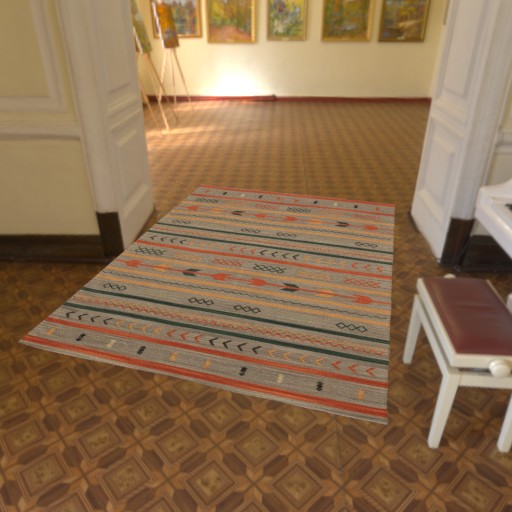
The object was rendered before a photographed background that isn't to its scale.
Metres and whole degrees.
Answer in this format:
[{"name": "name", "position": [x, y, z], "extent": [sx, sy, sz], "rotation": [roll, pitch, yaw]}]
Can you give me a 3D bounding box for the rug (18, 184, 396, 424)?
[{"name": "rug", "position": [0.000, 0.000, 3.784], "extent": [2.263, 0.022, 3.029], "rotation": [8, 30, 14]}]
